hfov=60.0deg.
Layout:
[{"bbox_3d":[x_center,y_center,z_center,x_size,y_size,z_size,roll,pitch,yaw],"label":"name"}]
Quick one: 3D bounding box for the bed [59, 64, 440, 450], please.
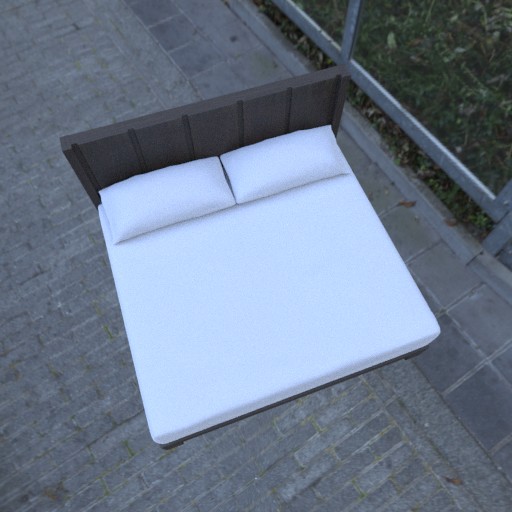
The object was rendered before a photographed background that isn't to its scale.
[{"bbox_3d":[0.000,0.000,3.328,2.134,1.270,2.012,-18,65,-9],"label":"bed"}]
